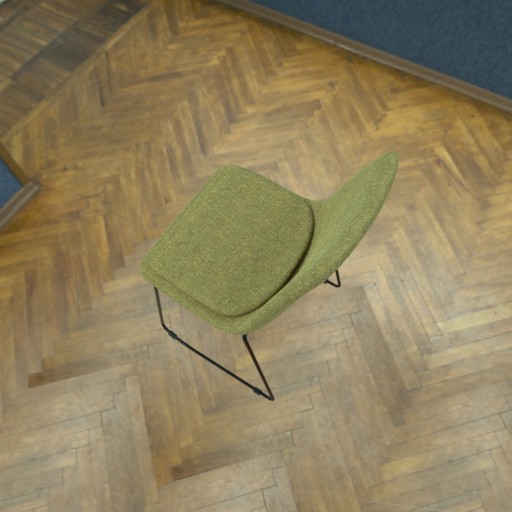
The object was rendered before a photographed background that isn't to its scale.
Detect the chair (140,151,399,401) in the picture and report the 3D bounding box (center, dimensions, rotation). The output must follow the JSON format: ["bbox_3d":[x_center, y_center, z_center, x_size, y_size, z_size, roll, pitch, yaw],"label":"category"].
[{"bbox_3d":[0.000,0.000,1.188,0.496,0.849,0.479,29,66,14],"label":"chair"}]
